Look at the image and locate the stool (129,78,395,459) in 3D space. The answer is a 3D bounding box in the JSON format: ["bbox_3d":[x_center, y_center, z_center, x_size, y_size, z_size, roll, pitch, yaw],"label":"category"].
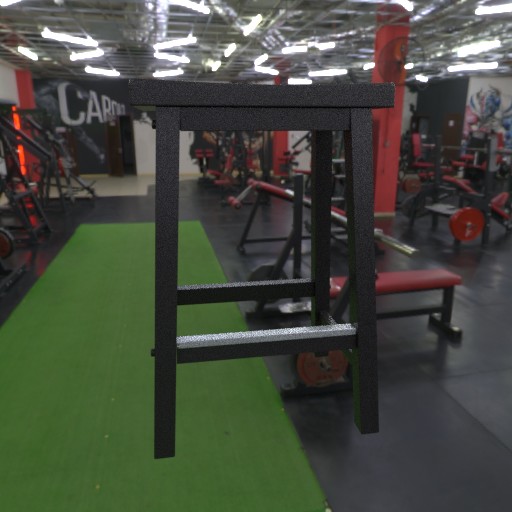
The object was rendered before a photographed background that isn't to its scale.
[{"bbox_3d":[0.000,0.000,0.852,0.406,0.610,0.322,-3,17,-9],"label":"stool"}]
